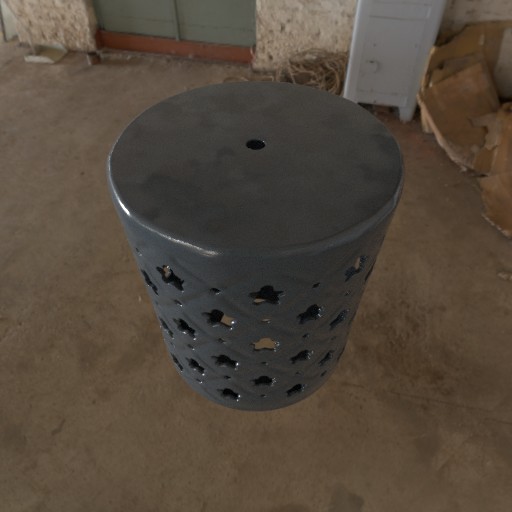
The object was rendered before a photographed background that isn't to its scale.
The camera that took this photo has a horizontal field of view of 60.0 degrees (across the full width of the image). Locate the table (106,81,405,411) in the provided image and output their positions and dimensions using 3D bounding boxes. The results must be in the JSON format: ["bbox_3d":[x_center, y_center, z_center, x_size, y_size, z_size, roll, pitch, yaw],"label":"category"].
[{"bbox_3d":[0.000,0.000,0.663,0.352,0.387,0.352,0,47,0],"label":"table"}]
